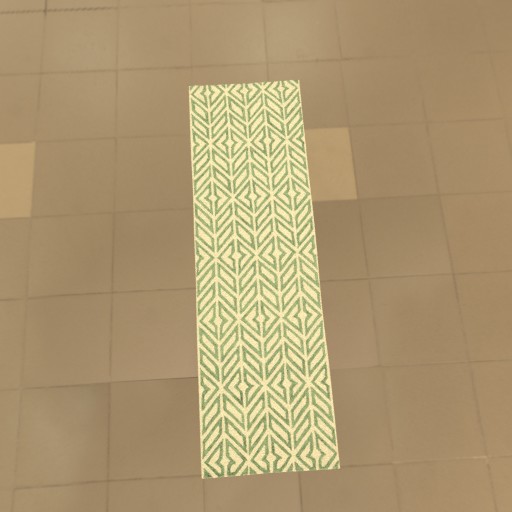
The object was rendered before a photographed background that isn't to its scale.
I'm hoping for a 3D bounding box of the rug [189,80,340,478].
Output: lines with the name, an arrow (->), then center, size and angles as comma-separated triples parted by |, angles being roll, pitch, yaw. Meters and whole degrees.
rug -> 0.000, 0.000, 2.702 | 0.750, 0.009, 2.435 | -4, 75, -1
